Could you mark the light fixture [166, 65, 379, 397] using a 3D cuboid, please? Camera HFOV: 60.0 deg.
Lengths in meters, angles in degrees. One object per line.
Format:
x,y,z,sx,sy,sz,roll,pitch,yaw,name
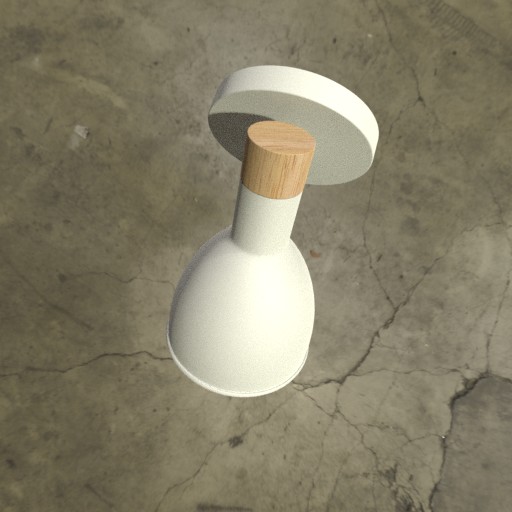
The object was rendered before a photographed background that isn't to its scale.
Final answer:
0.000,0.000,0.333,0.127,0.199,0.209,16,76,4,light fixture
